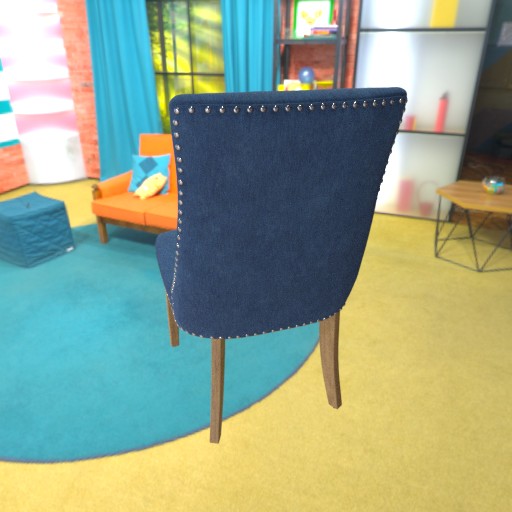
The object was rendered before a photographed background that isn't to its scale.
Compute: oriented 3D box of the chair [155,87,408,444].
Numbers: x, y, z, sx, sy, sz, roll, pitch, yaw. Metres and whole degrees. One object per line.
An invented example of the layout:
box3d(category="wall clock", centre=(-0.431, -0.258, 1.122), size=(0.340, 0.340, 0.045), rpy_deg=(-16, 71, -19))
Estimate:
box3d(category="chair", centre=(0.000, 0.000, 1.216), size=(0.495, 0.902, 0.610), rpy_deg=(-8, 27, -17))
